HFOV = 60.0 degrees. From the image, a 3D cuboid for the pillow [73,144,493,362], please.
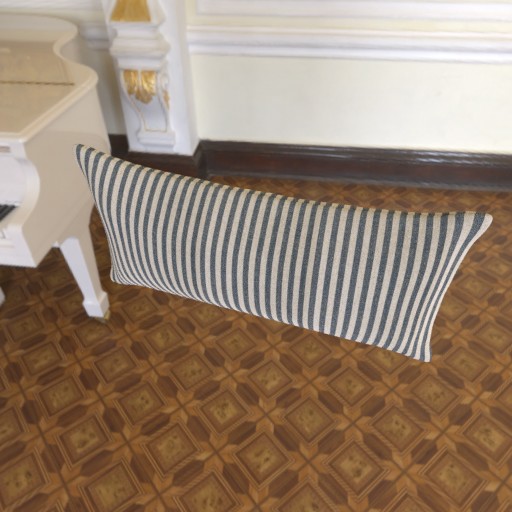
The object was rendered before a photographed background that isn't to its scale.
[{"bbox_3d":[0.000,0.000,0.715,0.617,0.295,0.151,13,41,15],"label":"pillow"}]
